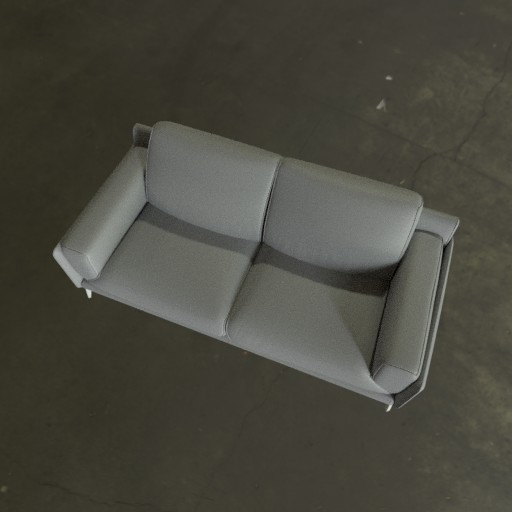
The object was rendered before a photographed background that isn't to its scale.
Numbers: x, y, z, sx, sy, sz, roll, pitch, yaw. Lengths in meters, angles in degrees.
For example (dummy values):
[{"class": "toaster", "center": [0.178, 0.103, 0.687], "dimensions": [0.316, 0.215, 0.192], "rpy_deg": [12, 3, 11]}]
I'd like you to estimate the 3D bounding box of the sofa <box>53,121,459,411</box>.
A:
[{"class": "sofa", "center": [0.000, 0.000, 2.600], "dimensions": [2.100, 0.900, 0.969], "rpy_deg": [19, 61, 11]}]
